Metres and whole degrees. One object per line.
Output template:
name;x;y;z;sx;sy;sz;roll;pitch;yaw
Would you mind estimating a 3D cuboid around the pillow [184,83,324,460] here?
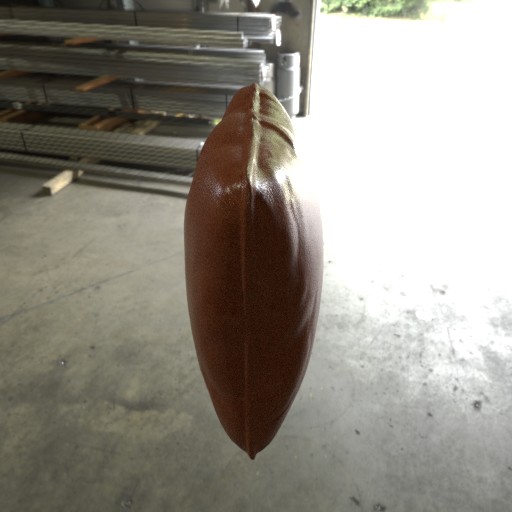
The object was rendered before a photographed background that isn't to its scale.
pillow;0.000;0.000;0.819;0.236;0.523;0.532;0;33;1
